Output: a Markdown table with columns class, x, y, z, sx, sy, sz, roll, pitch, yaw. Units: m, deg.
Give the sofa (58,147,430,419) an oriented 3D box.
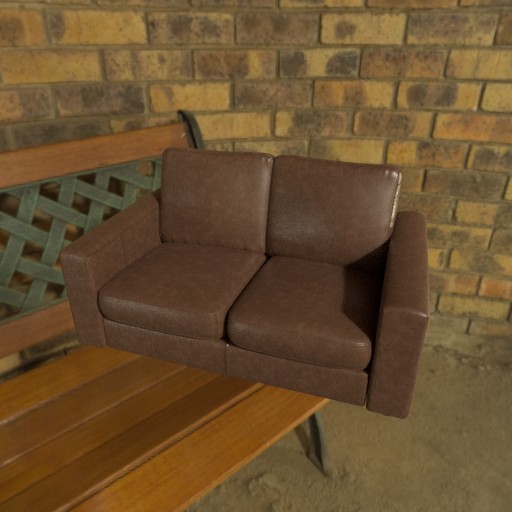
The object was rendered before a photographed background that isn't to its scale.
| class | x | y | z | sx | sy | sz | roll | pitch | yaw |
| --- | --- | --- | --- | --- | --- | --- | --- | --- | --- |
| sofa | 0.000 | 0.000 | 2.244 | 1.616 | 0.873 | 1.016 | 9 | 29 | 16 |
